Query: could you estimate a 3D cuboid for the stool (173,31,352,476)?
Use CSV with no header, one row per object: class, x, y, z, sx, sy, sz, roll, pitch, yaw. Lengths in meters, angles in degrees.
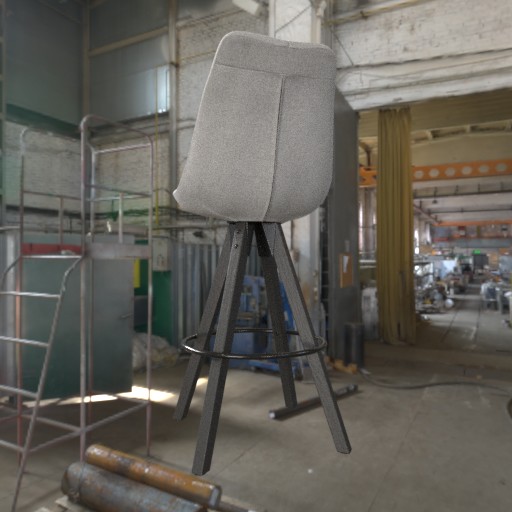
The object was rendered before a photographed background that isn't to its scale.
stool,0.000,0.000,1.369,0.485,1.115,0.550,0,0,-17
